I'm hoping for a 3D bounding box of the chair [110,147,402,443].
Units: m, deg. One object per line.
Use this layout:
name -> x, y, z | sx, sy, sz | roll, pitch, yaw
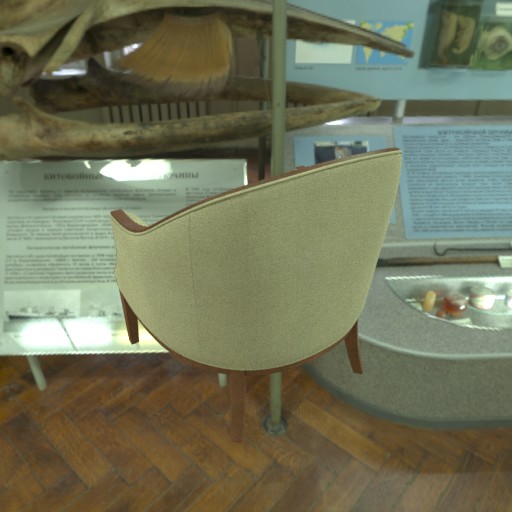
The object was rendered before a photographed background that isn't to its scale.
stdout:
chair -> 0.000, 0.000, 1.485 | 0.803, 0.876, 0.735 | -19, 36, -28
